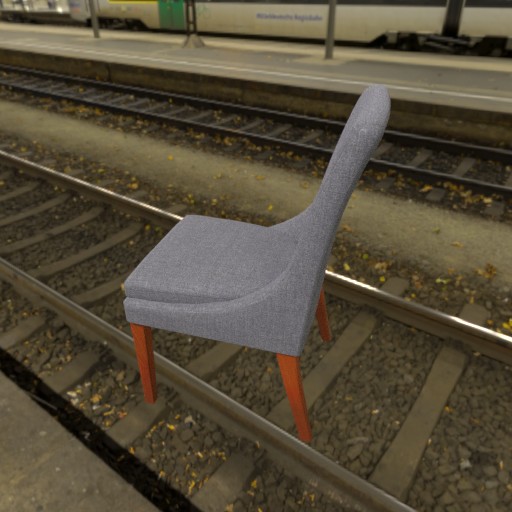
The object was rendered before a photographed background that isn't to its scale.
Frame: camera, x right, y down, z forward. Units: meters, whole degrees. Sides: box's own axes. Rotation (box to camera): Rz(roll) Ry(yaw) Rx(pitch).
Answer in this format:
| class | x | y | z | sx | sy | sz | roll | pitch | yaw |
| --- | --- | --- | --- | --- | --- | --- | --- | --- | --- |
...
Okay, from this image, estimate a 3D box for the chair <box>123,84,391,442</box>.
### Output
| class | x | y | z | sx | sy | sz | roll | pitch | yaw |
| --- | --- | --- | --- | --- | --- | --- | --- | --- | --- |
| chair | 0.000 | 0.000 | 1.349 | 0.655 | 0.952 | 0.508 | 8 | 32 | 13 |
